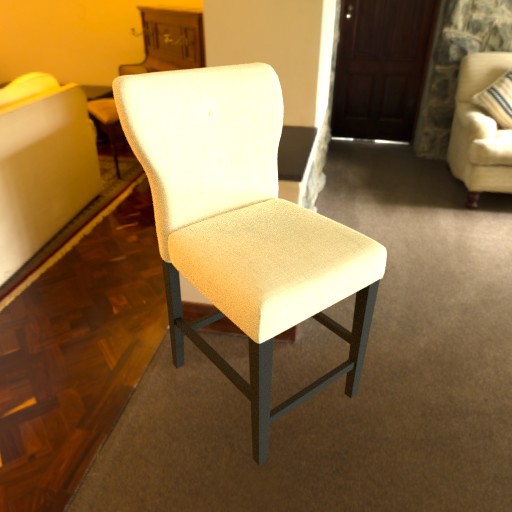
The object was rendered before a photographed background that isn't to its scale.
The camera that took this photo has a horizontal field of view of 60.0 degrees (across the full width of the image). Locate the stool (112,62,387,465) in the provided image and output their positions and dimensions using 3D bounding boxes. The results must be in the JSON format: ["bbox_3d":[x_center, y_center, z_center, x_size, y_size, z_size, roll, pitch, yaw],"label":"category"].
[{"bbox_3d":[0.000,0.000,1.304,0.514,0.972,0.603,-22,37,-32],"label":"stool"}]
